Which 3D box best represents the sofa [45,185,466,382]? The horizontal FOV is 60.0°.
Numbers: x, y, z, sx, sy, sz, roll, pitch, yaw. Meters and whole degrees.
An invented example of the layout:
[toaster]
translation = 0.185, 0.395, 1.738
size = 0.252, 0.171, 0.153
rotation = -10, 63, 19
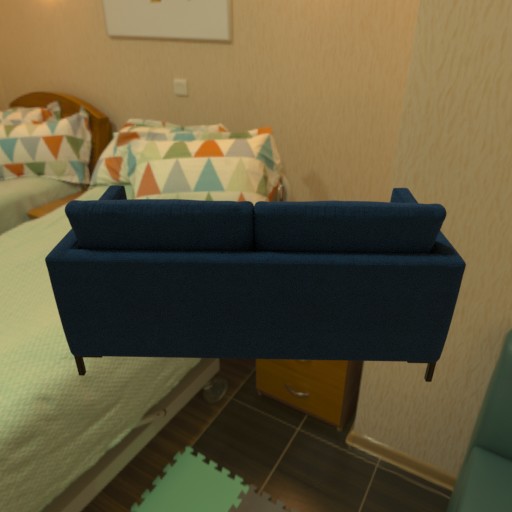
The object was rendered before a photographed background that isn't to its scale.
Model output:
[sofa]
translation = 0.000, 0.000, 2.196
size = 1.676, 0.817, 0.875
rotation = 1, 29, 1
